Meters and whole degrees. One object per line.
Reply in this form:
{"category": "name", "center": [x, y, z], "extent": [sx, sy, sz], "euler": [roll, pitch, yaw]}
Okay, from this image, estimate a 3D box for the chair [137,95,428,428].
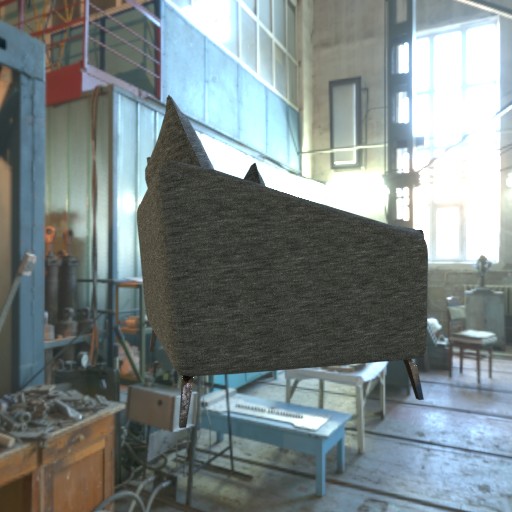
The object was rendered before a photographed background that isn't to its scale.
{"category": "chair", "center": [0.000, 0.000, 1.634], "extent": [0.805, 0.842, 1.004], "euler": [0, 0, -18]}
